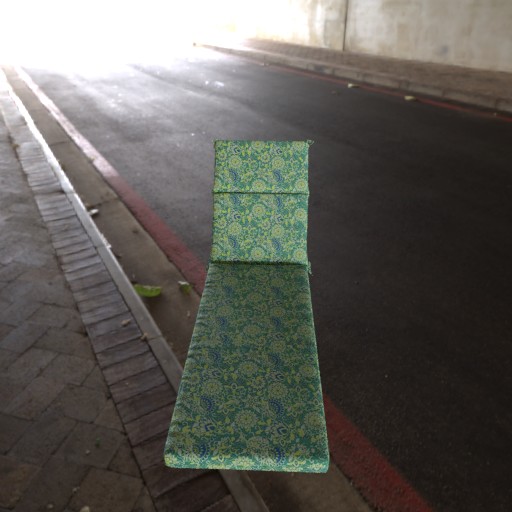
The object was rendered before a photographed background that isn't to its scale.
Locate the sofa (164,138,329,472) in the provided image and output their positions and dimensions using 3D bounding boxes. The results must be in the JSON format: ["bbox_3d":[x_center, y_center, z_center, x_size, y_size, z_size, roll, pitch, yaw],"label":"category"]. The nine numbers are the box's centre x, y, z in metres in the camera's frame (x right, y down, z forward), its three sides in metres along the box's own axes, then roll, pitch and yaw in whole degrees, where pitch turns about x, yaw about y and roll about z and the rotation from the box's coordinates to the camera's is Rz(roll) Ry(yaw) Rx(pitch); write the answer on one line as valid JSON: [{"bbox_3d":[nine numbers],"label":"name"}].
[{"bbox_3d":[0.000,0.000,1.953,0.582,0.622,1.663,1,30,2],"label":"sofa"}]
